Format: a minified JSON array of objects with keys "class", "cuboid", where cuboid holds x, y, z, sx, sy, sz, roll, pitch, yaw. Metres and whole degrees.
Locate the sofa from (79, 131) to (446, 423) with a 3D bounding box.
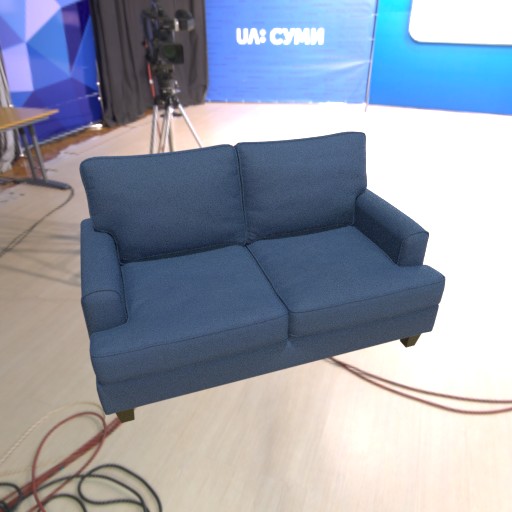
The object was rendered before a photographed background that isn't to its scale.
[{"class":"sofa","cuboid":[0.000,0.000,2.228,1.651,0.965,0.965,-10,33,-16]}]
